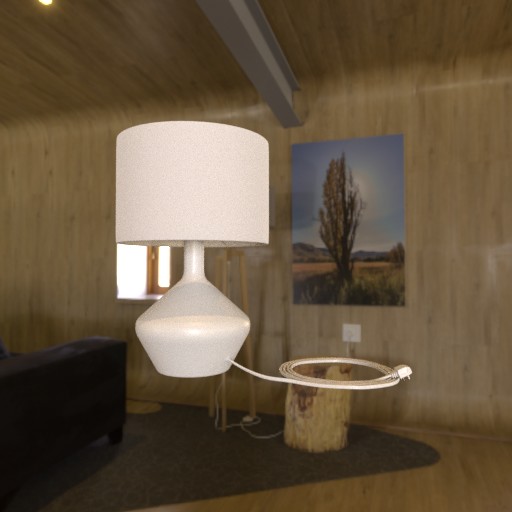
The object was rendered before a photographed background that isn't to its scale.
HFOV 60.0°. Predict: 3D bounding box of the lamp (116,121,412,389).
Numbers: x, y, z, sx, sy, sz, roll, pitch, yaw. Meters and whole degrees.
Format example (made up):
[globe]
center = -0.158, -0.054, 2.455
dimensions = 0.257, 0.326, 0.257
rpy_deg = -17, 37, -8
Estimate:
[lamp]
center = 0.000, 0.000, 0.875
dimensions = 0.546, 0.457, 0.401
rpy_deg = -1, -1, 35
